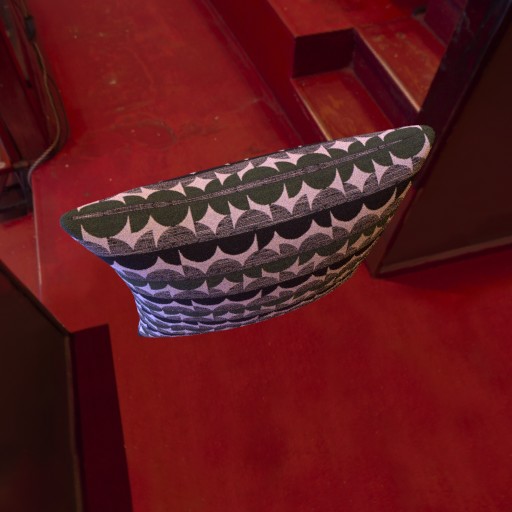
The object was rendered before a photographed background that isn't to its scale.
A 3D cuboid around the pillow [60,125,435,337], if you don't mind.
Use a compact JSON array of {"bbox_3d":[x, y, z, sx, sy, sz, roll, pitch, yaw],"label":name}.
[{"bbox_3d":[0.000,0.000,0.640,0.419,0.404,0.180,-16,58,-10],"label":"pillow"}]
